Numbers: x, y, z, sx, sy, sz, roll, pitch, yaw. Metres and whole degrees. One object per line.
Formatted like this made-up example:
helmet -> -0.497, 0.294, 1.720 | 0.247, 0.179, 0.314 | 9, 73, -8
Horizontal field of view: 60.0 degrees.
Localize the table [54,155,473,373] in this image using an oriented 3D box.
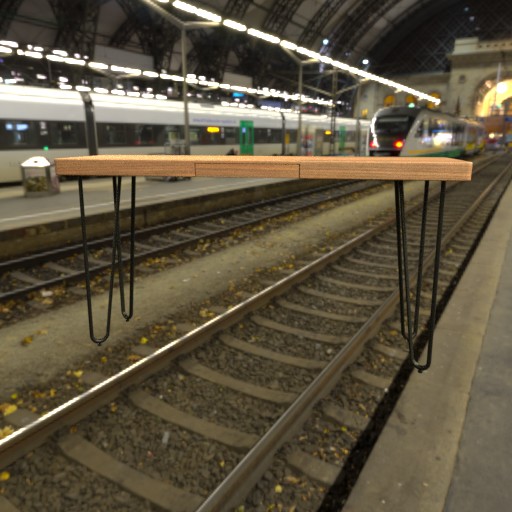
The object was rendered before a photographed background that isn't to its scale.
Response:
table -> 0.000, 0.000, 1.930 | 1.570, 0.834, 0.425 | 3, 15, 10
